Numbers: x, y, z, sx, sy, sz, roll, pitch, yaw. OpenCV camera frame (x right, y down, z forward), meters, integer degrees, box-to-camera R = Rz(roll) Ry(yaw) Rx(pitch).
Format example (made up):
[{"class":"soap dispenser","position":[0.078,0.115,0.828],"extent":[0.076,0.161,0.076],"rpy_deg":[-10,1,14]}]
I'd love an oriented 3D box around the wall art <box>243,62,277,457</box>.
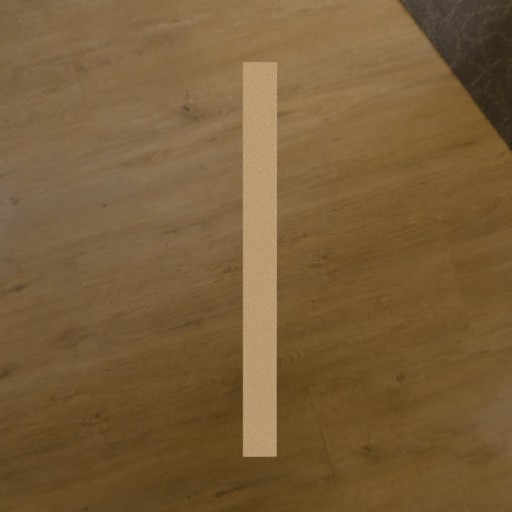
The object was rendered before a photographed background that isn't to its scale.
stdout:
[{"class":"wall art","position":[0.000,0.000,0.834],"extent":[0.038,0.657,0.450],"rpy_deg":[0,91,-1]}]
